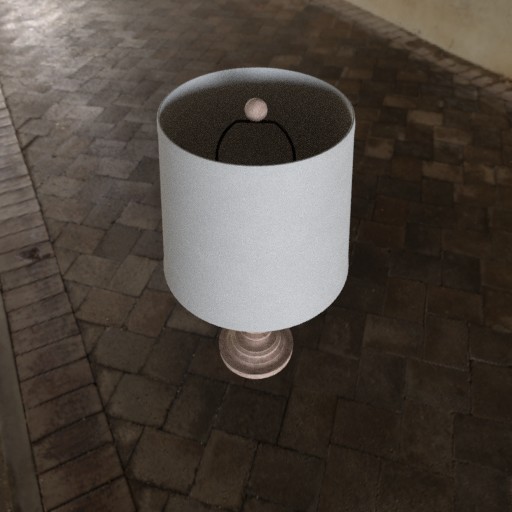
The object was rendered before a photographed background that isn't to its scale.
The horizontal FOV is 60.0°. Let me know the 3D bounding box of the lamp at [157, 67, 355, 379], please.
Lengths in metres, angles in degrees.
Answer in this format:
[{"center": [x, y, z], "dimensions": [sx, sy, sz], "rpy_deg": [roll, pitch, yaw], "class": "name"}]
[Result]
[{"center": [0.000, 0.000, 0.663], "dimensions": [0.273, 0.497, 0.273], "rpy_deg": [0, 47, 0], "class": "lamp"}]
